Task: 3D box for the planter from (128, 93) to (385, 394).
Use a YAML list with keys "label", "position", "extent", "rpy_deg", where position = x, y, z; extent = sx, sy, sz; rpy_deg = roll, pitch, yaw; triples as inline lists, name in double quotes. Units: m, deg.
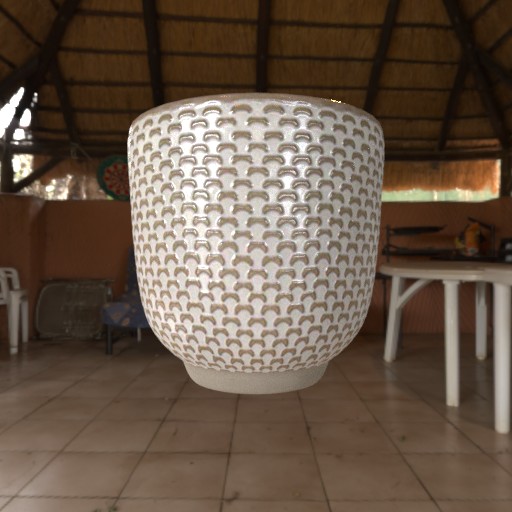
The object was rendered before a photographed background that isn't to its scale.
- label: "planter"
  position: [0.000, 0.000, 0.353]
  extent: [0.197, 0.191, 0.197]
  rpy_deg: [0, 0, 0]
